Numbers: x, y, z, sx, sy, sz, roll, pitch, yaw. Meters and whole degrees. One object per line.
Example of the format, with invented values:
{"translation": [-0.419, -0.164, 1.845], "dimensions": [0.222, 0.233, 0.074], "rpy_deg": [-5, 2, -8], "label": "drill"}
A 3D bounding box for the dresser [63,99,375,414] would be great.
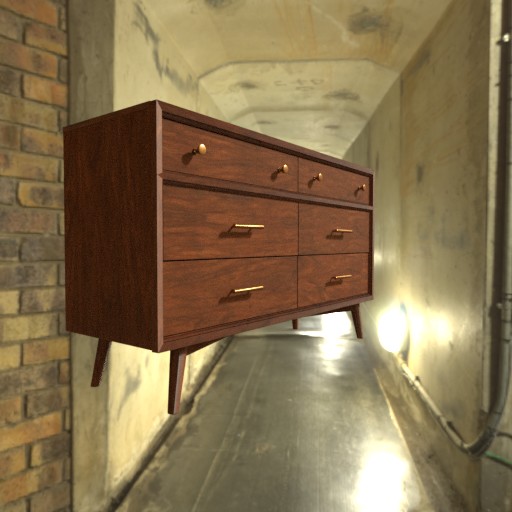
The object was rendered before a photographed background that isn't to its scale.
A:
{"translation": [0.000, 0.000, 1.929], "dimensions": [0.500, 0.889, 1.472], "rpy_deg": [1, 2, 38], "label": "dresser"}
